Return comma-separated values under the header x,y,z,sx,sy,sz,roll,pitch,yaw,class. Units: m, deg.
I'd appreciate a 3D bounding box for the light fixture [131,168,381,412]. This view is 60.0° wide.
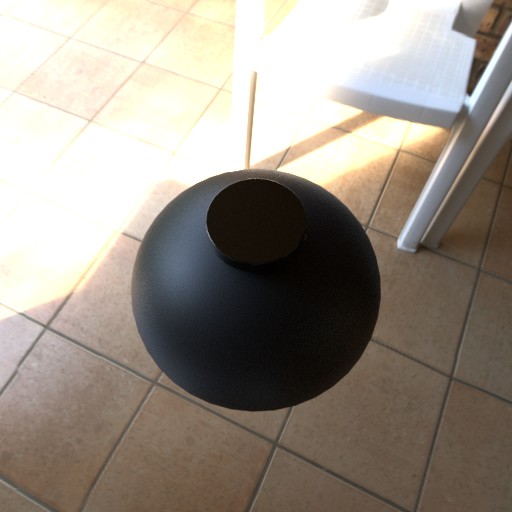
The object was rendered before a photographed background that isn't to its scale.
x,y,z,sx,sy,sz,roll,pitch,yaw,class
0.000,0.000,0.569,0.355,0.177,0.355,0,62,0,light fixture
